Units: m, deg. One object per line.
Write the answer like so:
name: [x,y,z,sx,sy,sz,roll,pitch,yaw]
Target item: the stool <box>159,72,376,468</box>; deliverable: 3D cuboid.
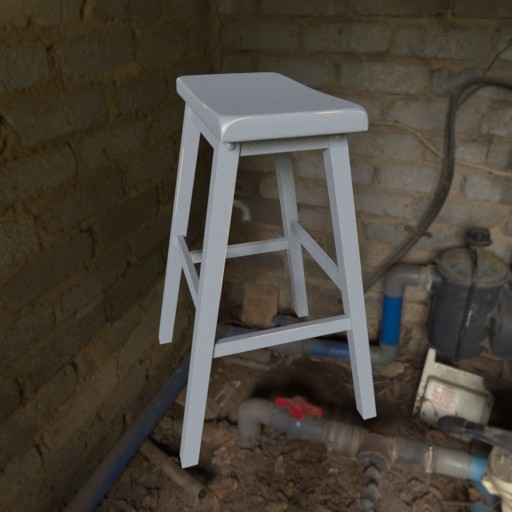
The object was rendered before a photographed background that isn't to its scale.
stool: [0.000,0.000,1.032,0.476,0.737,0.457,-9,31,-15]
